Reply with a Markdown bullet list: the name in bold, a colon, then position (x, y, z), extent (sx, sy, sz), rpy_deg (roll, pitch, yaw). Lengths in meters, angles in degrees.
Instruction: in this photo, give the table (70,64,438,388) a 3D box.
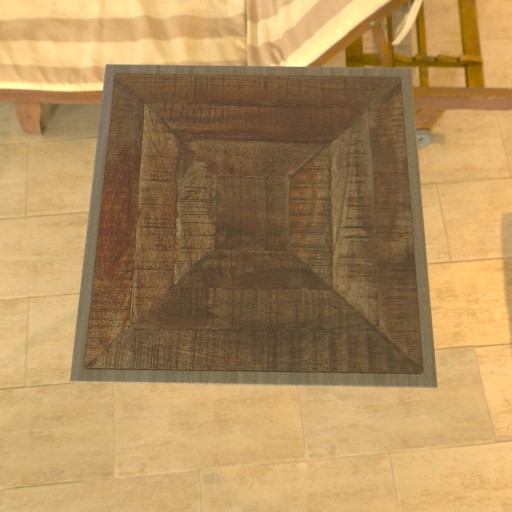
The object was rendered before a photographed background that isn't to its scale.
- **table**: position (0.000, 0.000, 0.834), extent (0.449, 0.500, 0.450), rpy_deg (1, 76, 0)
